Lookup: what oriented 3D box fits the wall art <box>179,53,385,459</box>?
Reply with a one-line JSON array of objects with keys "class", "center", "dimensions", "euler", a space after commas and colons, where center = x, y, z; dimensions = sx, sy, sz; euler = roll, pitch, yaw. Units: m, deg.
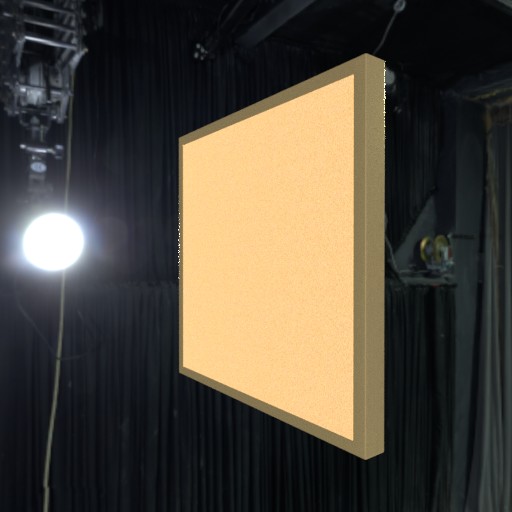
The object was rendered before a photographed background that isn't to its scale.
[{"class": "wall art", "center": [0.000, 0.000, 0.461], "dimensions": [0.023, 0.305, 0.305], "euler": [0, 0, -37]}]
